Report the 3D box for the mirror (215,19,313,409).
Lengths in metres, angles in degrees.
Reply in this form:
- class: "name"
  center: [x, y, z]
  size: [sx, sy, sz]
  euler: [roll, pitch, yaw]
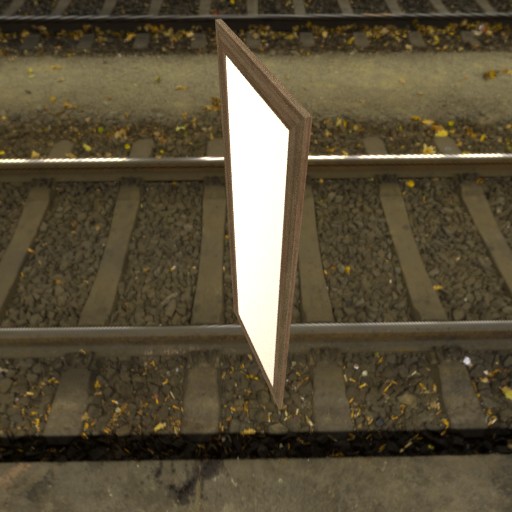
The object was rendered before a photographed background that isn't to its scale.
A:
- class: "mirror"
  center: [0.000, 0.000, 2.299]
  size: [0.025, 2.032, 0.812]
  euler: [-17, 50, -15]
